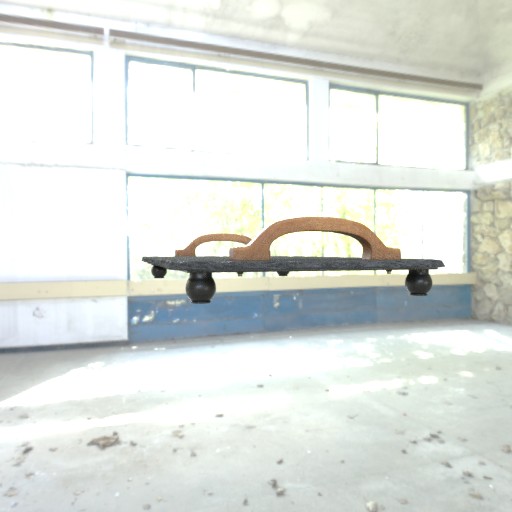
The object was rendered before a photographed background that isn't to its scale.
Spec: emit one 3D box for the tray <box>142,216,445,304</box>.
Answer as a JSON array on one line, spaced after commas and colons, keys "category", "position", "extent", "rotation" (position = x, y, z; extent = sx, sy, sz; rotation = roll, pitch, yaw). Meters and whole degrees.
[{"category": "tray", "position": [0.000, 0.000, 0.483], "extent": [0.231, 0.062, 0.387], "rotation": [0, 1, -18]}]
